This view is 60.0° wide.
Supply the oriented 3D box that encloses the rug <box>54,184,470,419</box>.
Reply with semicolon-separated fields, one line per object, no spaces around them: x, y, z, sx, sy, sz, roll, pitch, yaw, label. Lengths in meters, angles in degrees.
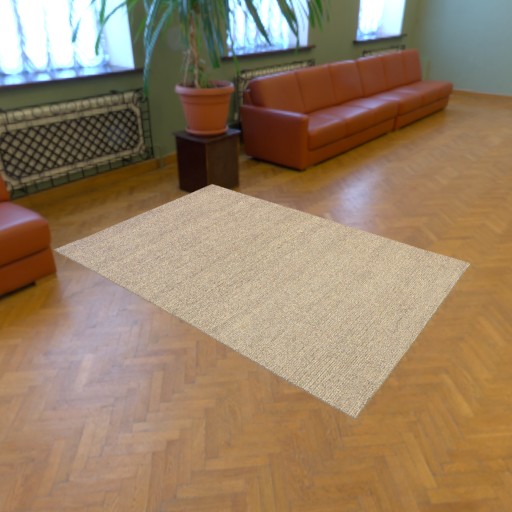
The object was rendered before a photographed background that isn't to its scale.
0.000;0.000;3.000;2.342;0.030;1.609;22;36;33;rug
